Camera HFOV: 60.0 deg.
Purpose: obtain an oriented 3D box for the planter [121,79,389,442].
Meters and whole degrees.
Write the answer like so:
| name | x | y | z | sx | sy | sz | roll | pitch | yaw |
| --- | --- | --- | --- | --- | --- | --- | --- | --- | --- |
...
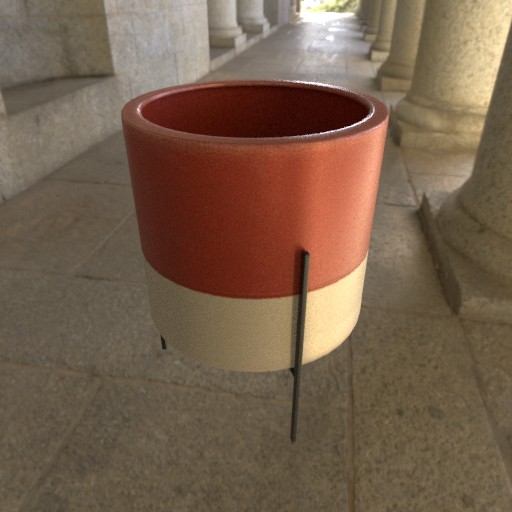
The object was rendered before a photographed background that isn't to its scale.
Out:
| name | x | y | z | sx | sy | sz | roll | pitch | yaw |
| --- | --- | --- | --- | --- | --- | --- | --- | --- | --- |
| planter | 0.000 | 0.000 | 0.699 | 0.345 | 0.465 | 0.354 | -10 | 33 | -16 |
